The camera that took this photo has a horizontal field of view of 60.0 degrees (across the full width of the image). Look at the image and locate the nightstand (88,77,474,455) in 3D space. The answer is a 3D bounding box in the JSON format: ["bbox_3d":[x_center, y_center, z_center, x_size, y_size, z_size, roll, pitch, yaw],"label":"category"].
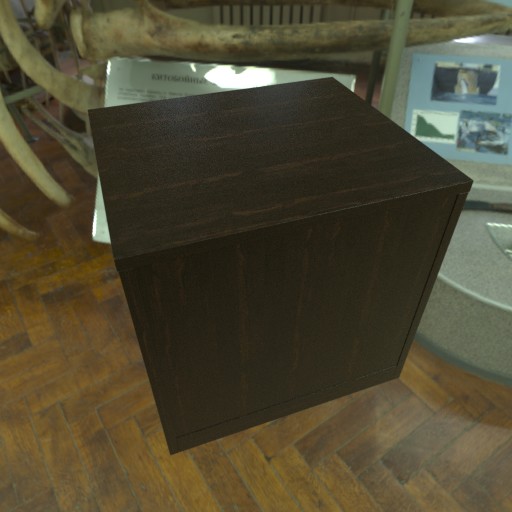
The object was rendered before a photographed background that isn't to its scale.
[{"bbox_3d":[0.000,0.000,0.863,0.489,0.487,0.427,-13,43,-15],"label":"nightstand"}]
